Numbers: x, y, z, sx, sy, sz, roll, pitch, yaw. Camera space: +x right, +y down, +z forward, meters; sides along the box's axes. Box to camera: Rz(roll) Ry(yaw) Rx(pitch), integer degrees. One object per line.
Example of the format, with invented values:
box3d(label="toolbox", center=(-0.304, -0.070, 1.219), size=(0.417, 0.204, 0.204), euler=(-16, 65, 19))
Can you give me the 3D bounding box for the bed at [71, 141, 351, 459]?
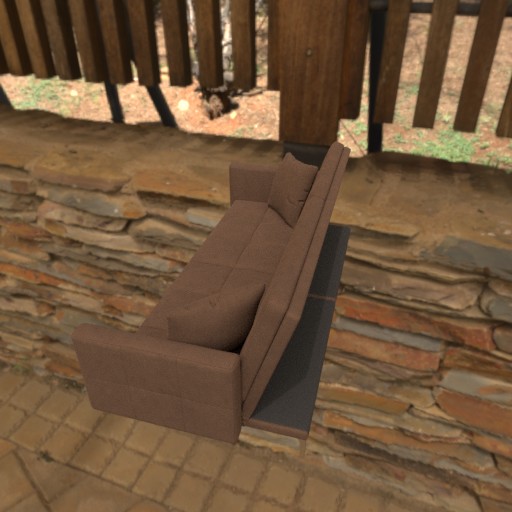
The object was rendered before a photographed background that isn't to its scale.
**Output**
box3d(label="bed", center=(0.000, 0.000, 2.367), size=(0.889, 0.787, 1.905), euler=(8, 33, 13))
